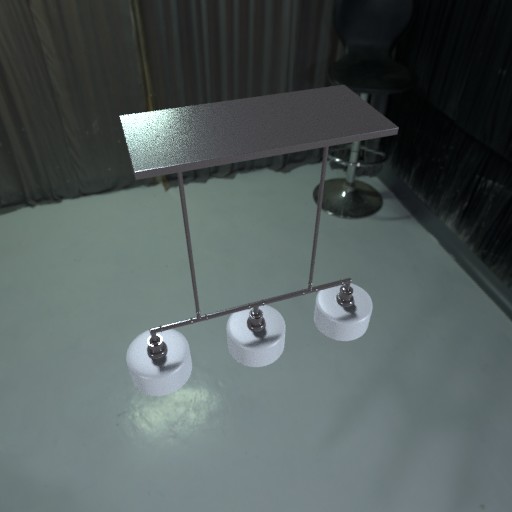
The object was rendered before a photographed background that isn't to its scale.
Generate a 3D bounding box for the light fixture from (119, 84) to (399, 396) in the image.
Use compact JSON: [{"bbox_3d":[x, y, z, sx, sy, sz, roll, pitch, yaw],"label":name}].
[{"bbox_3d":[0.000,0.000,0.866,0.582,0.557,0.177,-13,44,-14],"label":"light fixture"}]
